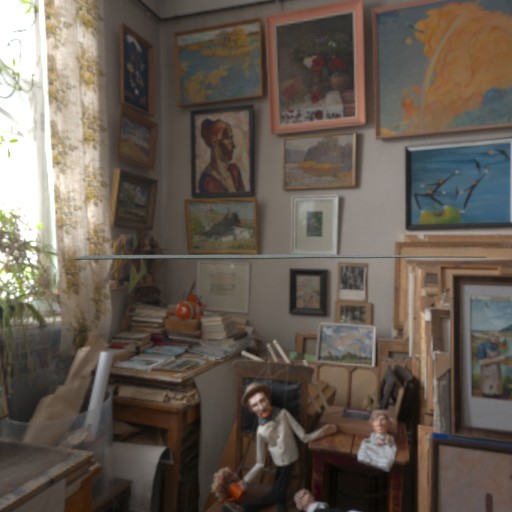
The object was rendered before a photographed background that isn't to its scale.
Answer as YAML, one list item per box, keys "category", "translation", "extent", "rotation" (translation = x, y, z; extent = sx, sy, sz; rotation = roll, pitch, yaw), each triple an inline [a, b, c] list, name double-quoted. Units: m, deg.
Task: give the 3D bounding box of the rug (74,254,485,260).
- category: "rug"
  translation: [0.000, 0.000, 4.141]
  extent: [3.048, 0.013, 2.438]
  rotation: [0, 1, -19]
